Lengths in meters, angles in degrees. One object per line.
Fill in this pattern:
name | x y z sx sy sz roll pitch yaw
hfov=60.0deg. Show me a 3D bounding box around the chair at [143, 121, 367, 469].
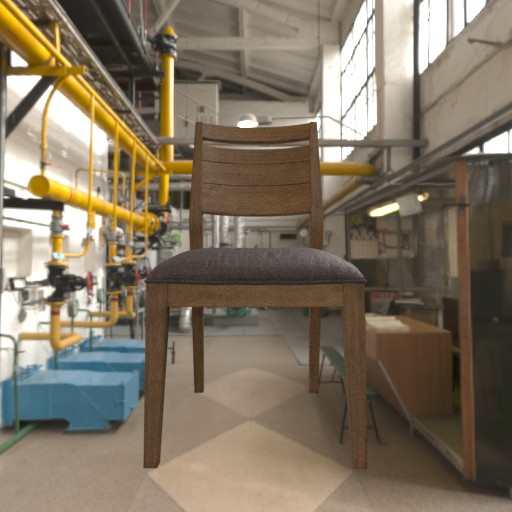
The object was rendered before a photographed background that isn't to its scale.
chair | 0.000 0.000 1.282 0.501 0.939 0.610 0 -1 0
